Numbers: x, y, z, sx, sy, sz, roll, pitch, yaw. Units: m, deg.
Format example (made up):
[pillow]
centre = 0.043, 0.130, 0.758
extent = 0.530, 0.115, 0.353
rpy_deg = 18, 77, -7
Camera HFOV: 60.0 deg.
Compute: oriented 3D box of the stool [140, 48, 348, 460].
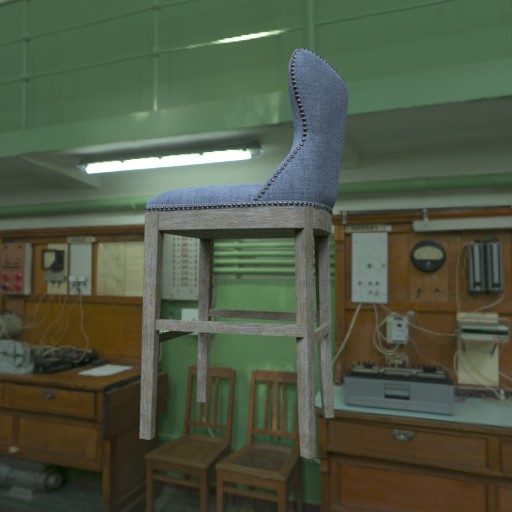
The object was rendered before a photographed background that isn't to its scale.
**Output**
[stool]
centre = 0.000, 0.000, 1.469
extent = 0.606, 1.123, 0.494
rpy_deg = -1, -2, 18
